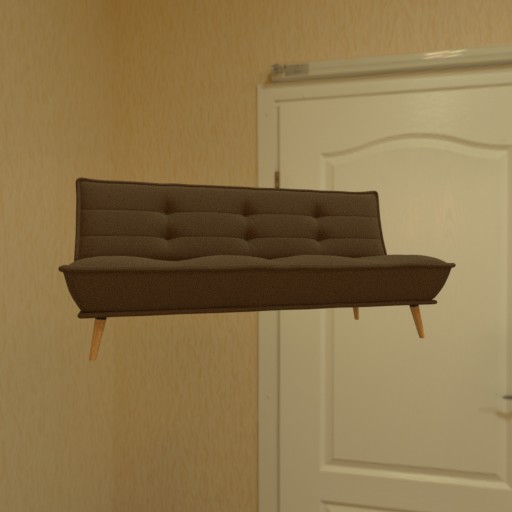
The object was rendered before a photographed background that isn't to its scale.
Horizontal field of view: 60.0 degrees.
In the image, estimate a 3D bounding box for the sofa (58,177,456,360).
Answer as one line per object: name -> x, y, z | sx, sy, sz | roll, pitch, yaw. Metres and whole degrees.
sofa -> 0.000, 0.000, 2.493 | 1.940, 0.890, 0.950 | 0, 0, -17
